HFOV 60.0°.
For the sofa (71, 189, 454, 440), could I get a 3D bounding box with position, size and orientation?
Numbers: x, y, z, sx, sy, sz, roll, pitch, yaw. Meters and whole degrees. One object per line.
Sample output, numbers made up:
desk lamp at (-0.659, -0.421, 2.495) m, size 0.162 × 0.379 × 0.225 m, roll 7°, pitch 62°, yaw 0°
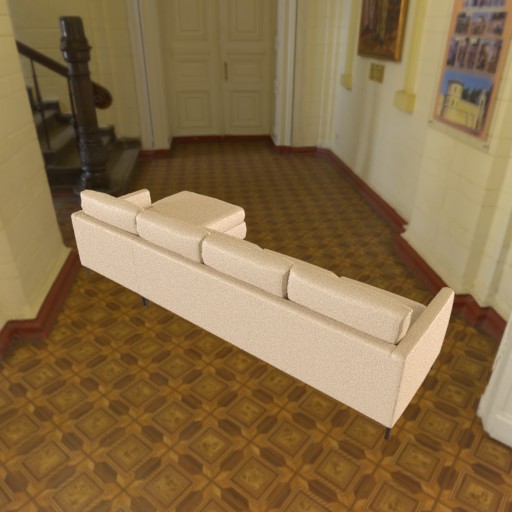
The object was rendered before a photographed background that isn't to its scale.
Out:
sofa at (0.000, 0.000, 3.216) m, size 2.731 × 0.755 × 1.258 m, roll 21°, pitch 35°, yaw 33°
